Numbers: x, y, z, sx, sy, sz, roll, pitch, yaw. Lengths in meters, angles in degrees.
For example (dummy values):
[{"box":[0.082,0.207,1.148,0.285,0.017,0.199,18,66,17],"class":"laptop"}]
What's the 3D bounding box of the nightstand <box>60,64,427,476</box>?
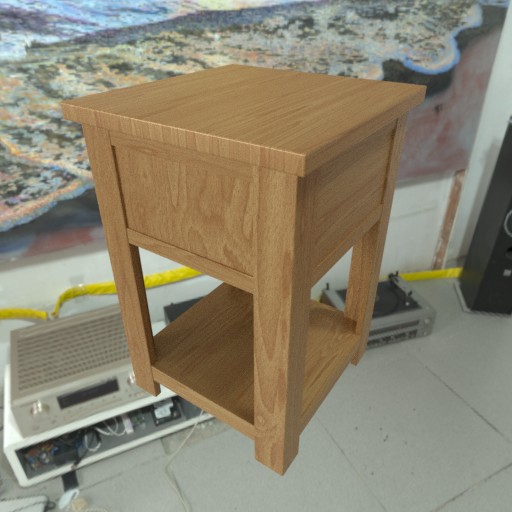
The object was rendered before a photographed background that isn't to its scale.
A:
[{"box":[0.000,0.000,0.871,0.418,0.614,0.428,20,37,29],"class":"nightstand"}]
